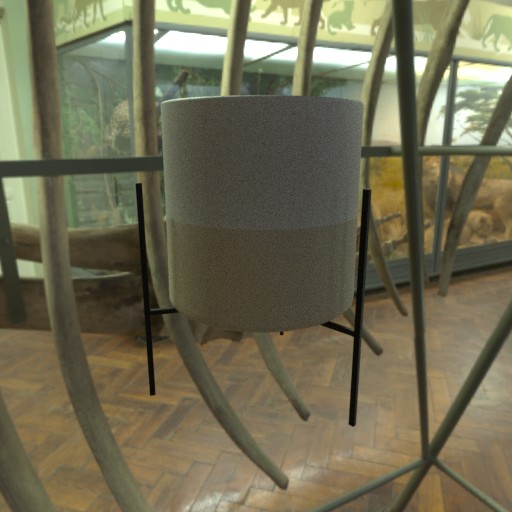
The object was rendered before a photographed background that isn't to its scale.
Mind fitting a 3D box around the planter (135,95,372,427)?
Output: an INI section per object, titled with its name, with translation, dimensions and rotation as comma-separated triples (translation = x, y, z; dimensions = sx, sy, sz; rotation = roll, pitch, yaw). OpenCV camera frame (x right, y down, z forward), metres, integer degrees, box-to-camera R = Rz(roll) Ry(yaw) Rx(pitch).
[planter]
translation = 0.000, 0.000, 0.552
dimensions = 0.267, 0.362, 0.263
rotation = -8, 17, -27
